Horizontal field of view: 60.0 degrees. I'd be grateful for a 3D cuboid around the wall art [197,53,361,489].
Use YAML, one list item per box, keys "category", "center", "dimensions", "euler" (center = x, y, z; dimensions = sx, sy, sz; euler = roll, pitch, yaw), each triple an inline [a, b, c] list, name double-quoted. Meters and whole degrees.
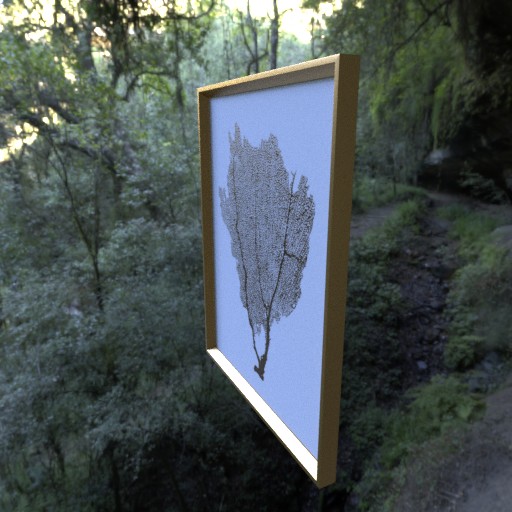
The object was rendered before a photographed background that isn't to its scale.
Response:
- category: "wall art"
  center: [0.000, 0.000, 1.009]
  dimensions: [0.038, 0.762, 0.610]
  euler: [-8, 18, -26]
